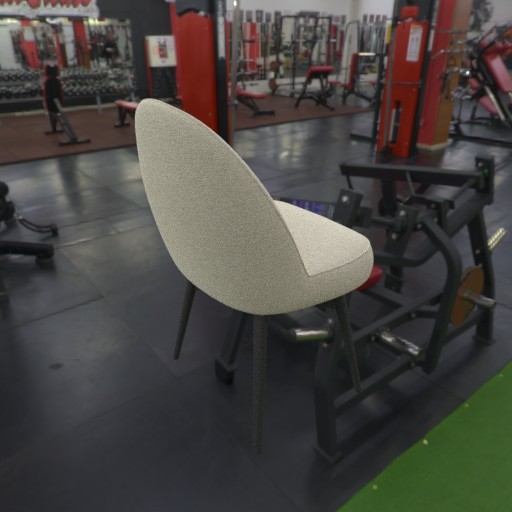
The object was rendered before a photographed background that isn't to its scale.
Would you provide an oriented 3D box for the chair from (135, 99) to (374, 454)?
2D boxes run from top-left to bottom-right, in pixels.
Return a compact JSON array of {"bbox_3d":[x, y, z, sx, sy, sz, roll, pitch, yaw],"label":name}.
[{"bbox_3d":[0.000,0.000,1.199,0.540,0.838,0.532,-18,31,-32],"label":"chair"}]
